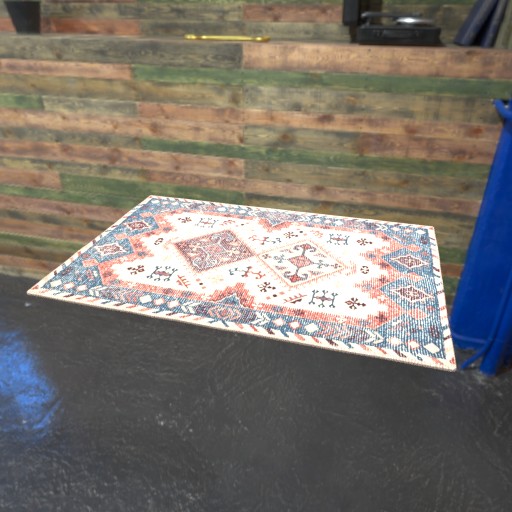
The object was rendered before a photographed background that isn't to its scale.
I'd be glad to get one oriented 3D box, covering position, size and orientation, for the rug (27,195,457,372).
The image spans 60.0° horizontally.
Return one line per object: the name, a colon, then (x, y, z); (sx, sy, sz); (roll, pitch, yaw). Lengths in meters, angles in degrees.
rug: (0.000, 0.000, 2.309); (1.840, 0.015, 1.225); (8, 31, 13)
